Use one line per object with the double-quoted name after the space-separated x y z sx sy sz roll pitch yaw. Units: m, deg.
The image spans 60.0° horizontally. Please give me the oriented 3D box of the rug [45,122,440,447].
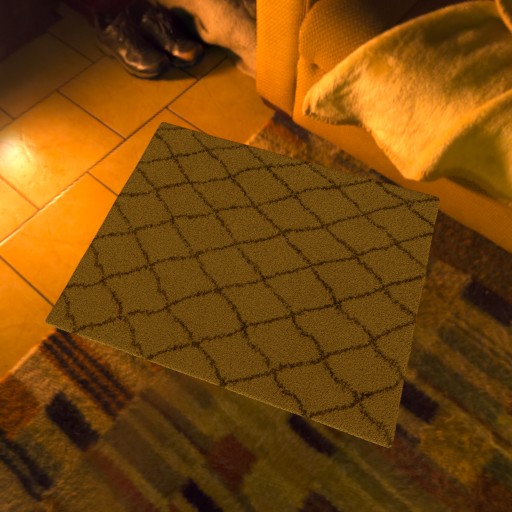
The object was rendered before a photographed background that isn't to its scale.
0.000 0.000 4.135 3.047 0.029 2.438 17 65 9 "rug"
